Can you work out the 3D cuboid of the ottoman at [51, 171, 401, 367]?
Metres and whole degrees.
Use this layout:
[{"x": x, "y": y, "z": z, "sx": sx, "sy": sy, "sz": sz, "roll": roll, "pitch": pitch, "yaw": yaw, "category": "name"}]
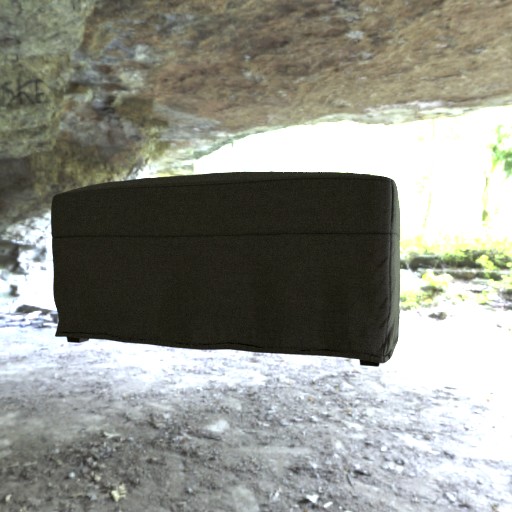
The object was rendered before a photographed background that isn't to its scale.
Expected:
[{"x": 0.000, "y": 0.000, "z": 1.363, "sx": 0.843, "sy": 0.436, "sz": 0.840, "roll": 0, "pitch": 1, "yaw": 18, "category": "ottoman"}]
